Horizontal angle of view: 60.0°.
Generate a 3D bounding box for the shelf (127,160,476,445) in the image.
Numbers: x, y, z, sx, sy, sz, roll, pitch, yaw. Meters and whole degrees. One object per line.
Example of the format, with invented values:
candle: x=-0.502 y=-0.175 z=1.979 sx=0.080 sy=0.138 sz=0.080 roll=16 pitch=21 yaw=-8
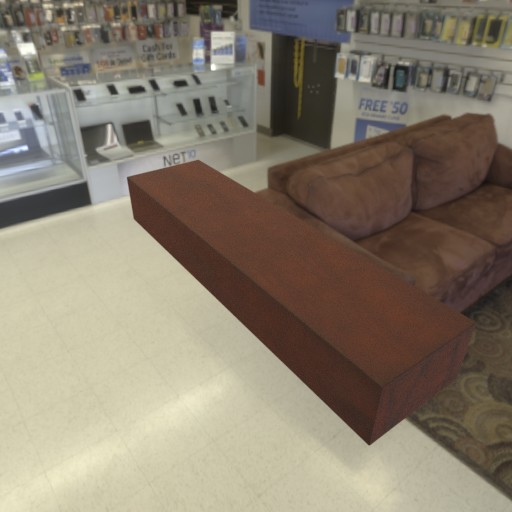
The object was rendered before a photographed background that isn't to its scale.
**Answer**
shelf: x=0.000 y=0.000 z=0.674 sx=0.152 sy=0.088 sz=0.607 roll=-21 pitch=38 yaw=-29
